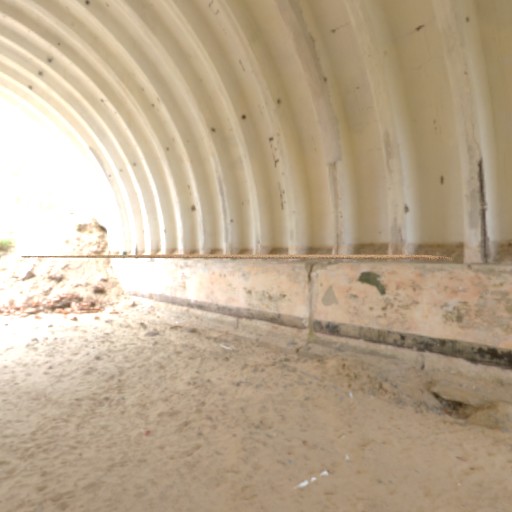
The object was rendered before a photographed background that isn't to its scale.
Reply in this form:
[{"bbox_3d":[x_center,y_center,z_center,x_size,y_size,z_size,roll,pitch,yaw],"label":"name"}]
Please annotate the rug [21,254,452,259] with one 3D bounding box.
[{"bbox_3d":[0.000,0.000,4.238,3.200,0.012,2.438,0,1,18],"label":"rug"}]
